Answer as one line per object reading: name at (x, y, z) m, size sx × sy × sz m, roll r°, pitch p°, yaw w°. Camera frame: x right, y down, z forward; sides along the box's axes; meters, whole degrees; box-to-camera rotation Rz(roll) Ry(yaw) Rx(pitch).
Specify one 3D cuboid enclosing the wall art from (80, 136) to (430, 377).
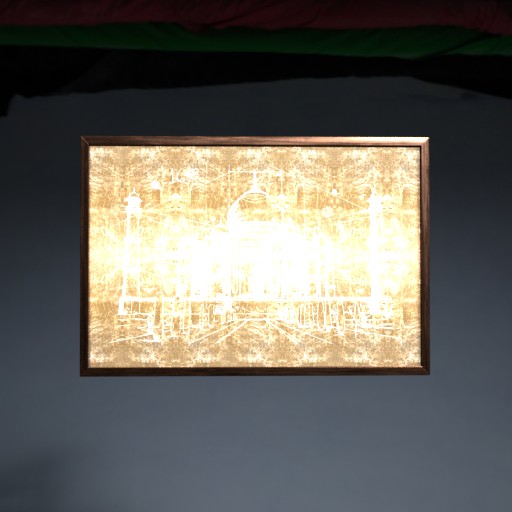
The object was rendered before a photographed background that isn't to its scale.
wall art at (0.000, 0.000, 1.042) m, size 0.816 × 0.559 × 0.014 m, roll 0°, pitch -1°, yaw -1°
